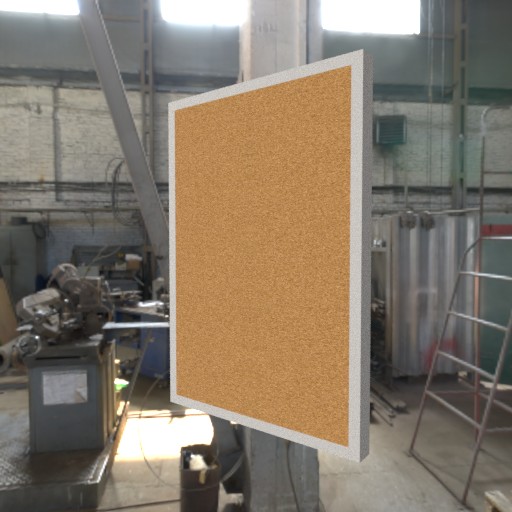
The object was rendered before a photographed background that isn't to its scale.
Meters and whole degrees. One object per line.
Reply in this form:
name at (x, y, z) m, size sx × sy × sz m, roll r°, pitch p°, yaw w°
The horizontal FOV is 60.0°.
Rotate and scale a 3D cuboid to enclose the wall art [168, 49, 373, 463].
wall art at (0.000, 0.000, 0.854) m, size 0.450 × 0.657 × 0.038 m, roll 2°, pitch 3°, yaw 37°
